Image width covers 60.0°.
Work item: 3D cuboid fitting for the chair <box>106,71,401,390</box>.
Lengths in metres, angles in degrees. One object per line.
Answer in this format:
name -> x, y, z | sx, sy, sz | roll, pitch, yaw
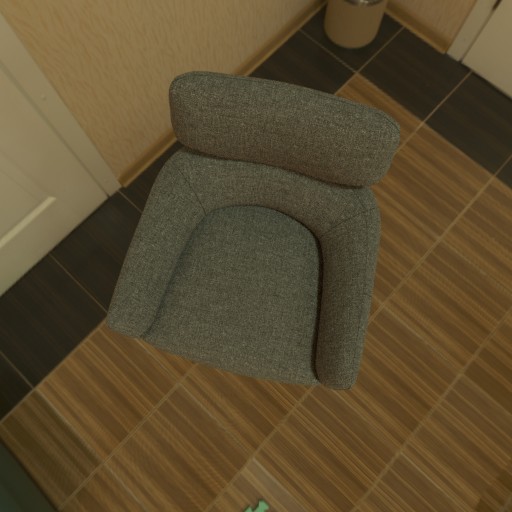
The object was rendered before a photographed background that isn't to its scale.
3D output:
chair -> 0.000, 0.000, 1.375 | 0.706, 0.812, 0.715 | 13, 75, 4
